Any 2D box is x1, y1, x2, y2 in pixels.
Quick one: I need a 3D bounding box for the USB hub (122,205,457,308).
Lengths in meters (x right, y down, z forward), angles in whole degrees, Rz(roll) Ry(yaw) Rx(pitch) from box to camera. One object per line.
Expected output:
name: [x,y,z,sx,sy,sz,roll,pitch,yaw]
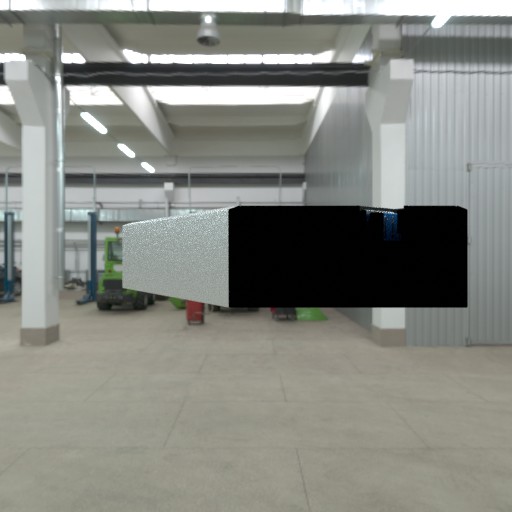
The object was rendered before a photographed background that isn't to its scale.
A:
USB hub: [0.000,0.000,0.129,0.044,0.023,0.110,0,0,-36]
